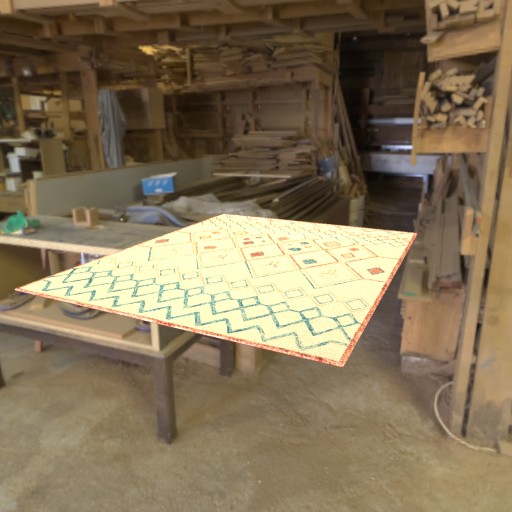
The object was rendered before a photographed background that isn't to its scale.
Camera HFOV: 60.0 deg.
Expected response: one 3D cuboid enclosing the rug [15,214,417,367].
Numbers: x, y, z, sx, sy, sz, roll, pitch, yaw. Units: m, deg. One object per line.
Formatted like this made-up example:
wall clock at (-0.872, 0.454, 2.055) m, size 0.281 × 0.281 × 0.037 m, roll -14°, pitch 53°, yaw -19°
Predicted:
rug at (0.000, 0.000, 4.035) m, size 2.441 × 0.016 × 3.050 m, roll 8°, pitch 19°, yaw 25°
